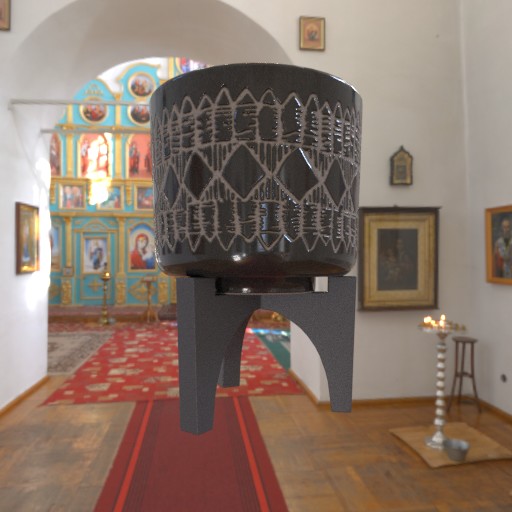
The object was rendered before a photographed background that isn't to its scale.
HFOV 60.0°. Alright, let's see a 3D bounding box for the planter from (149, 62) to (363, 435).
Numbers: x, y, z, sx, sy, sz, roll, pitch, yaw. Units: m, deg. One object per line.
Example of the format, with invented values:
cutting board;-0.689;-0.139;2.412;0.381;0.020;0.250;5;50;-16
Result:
planter;0.000;0.000;0.530;0.251;0.355;0.251;-1;-2;37
